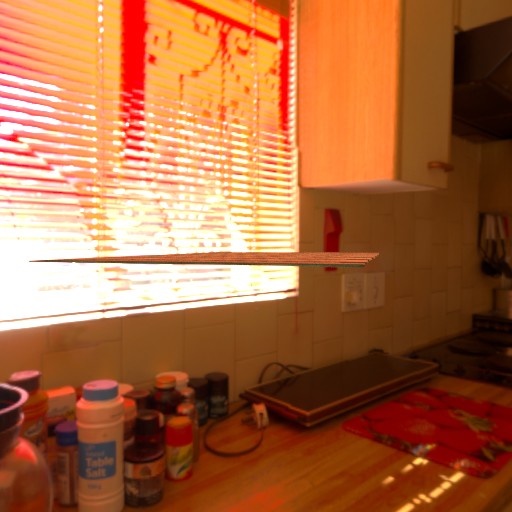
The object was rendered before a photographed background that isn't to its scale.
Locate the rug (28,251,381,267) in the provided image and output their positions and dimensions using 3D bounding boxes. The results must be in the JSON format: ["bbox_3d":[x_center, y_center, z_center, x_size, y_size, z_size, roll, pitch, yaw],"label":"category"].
[{"bbox_3d":[0.000,0.000,2.332,1.221,0.009,1.825,1,2,17],"label":"rug"}]
